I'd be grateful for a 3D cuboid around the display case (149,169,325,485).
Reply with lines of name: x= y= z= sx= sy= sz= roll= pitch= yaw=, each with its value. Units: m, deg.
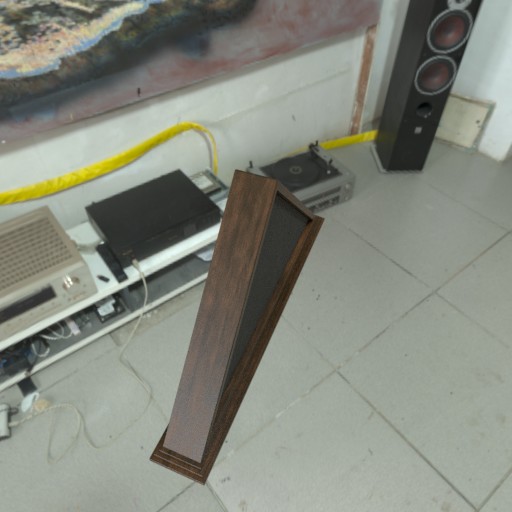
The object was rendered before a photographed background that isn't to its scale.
display case: x=0.000 y=0.000 z=0.757 sx=0.095 sy=0.340 sz=0.640 roll=17 pitch=49 yaw=15
